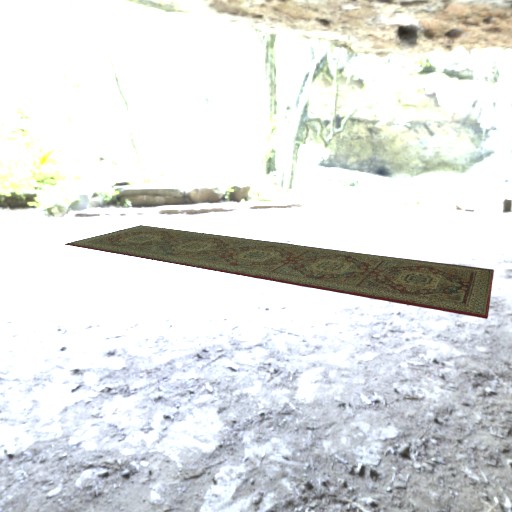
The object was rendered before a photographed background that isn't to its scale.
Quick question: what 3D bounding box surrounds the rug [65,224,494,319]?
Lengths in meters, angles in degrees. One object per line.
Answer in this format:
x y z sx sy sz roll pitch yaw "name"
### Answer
0.000 0.000 2.423 2.292 0.015 0.659 8 17 28 "rug"
